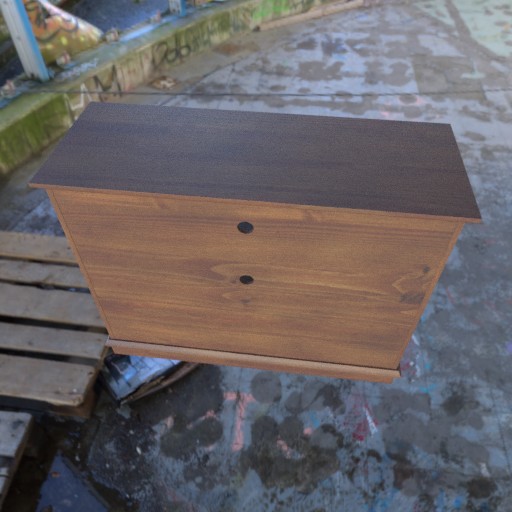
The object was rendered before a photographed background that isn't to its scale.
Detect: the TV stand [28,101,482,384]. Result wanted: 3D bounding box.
[{"bbox_3d":[0.000,0.000,1.467,1.067,0.813,0.406,5,47,5],"label":"TV stand"}]
